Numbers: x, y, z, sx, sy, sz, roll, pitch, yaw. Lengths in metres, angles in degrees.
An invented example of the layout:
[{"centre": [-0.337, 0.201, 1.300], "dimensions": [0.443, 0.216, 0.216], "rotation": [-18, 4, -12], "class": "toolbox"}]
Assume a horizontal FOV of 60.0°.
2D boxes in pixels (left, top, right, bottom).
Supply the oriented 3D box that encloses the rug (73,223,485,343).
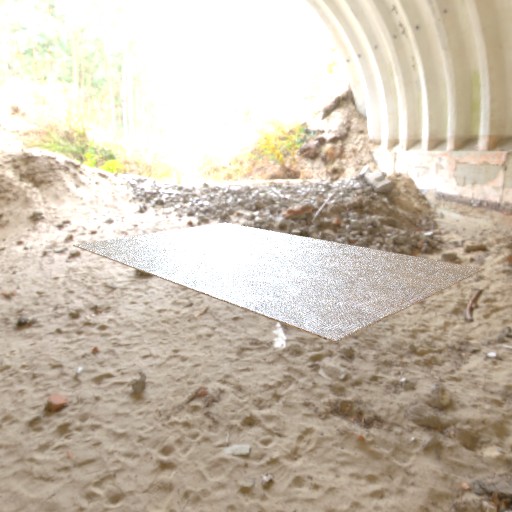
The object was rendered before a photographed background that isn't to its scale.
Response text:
[{"centre": [0.000, 0.000, 3.023], "dimensions": [1.519, 0.007, 2.428], "rotation": [-13, 18, -43], "class": "rug"}]
